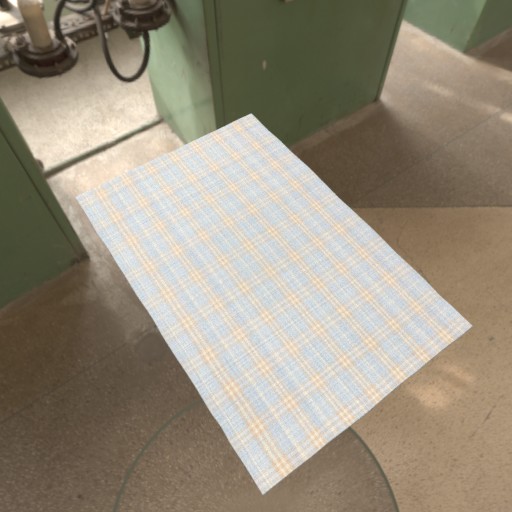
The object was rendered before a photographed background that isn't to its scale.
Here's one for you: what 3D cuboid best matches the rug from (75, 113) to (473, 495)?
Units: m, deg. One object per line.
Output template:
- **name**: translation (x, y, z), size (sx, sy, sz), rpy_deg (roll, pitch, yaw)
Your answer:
- **rug**: translation (0.000, 0.000, 2.304), size (1.231, 0.012, 1.835), rpy_deg (-31, 63, -18)
